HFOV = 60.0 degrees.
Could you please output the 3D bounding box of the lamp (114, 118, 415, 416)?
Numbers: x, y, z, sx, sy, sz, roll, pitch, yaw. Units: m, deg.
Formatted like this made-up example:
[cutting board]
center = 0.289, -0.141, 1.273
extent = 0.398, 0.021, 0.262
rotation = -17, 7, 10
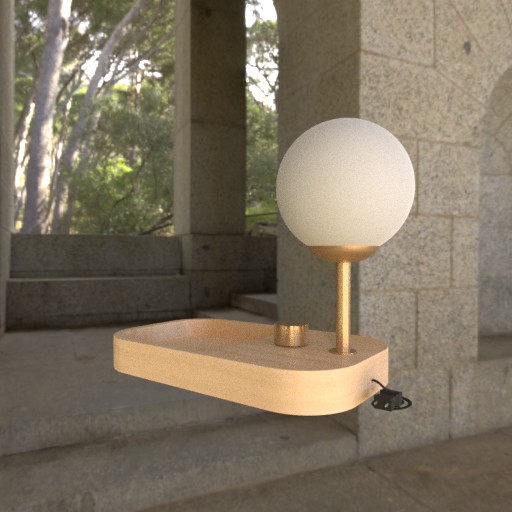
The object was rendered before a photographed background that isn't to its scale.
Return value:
[lamp]
center = 0.000, 0.000, 0.473
extent = 0.331, 0.253, 0.173
rotation = 1, 1, 36
